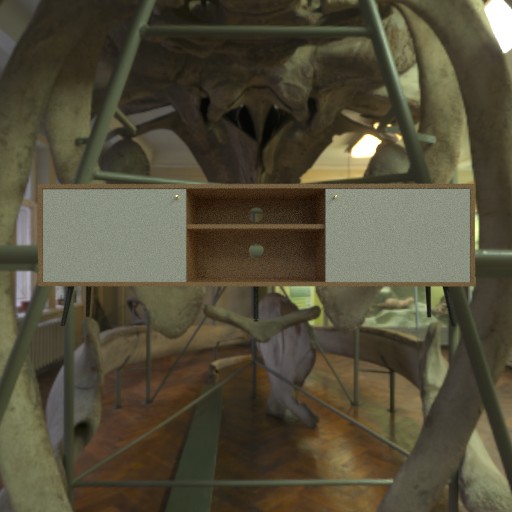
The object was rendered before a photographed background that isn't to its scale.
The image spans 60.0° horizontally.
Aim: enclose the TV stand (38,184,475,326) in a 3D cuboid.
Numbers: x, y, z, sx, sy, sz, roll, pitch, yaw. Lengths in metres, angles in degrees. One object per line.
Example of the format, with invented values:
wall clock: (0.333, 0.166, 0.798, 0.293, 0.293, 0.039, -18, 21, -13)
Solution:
TV stand: (0.000, 0.000, 1.955, 1.760, 0.580, 0.400, 0, 0, 0)
